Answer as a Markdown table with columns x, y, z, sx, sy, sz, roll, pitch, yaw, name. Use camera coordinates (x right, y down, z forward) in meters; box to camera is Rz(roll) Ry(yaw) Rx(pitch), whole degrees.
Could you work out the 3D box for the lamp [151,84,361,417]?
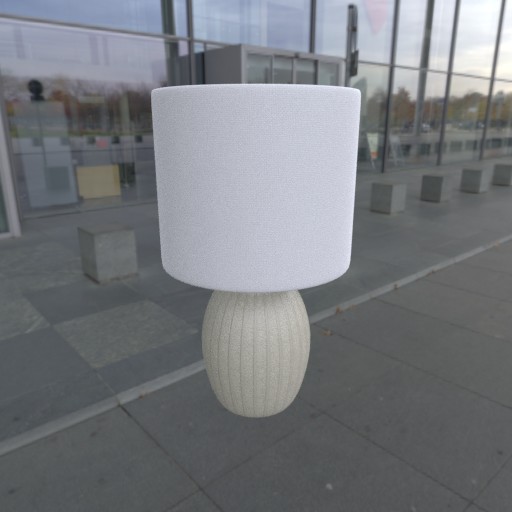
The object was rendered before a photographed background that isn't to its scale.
| x | y | z | sx | sy | sz | roll | pitch | yaw | name |
| --- | --- | --- | --- | --- | --- | --- | --- | --- | --- |
| 0.000 | 0.000 | 0.789 | 0.329 | 0.570 | 0.329 | -8 | 19 | -25 | lamp |
